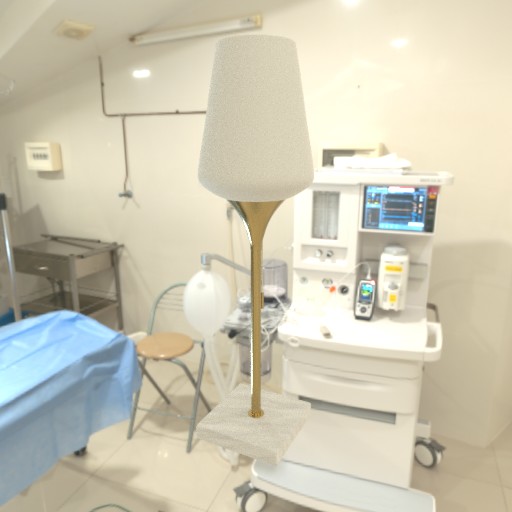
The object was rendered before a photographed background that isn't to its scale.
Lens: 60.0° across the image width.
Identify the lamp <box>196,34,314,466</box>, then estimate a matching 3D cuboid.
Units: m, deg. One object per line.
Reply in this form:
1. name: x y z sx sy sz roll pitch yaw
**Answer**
1. lamp: 0.000 0.000 0.725 0.181 0.639 0.181 7 16 26
